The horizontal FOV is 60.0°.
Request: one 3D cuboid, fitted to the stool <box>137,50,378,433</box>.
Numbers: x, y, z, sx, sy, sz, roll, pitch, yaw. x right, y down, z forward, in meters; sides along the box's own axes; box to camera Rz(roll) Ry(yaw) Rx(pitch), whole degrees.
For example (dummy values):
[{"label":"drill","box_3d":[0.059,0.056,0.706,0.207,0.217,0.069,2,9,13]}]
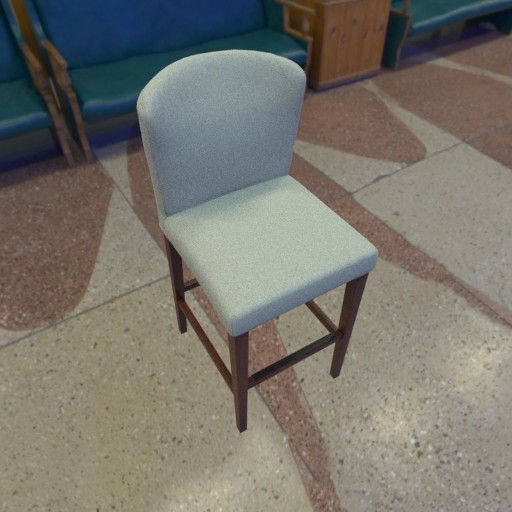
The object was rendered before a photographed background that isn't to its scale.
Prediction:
[{"label":"stool","box_3d":[0.000,0.000,1.393,0.479,1.069,0.568,-23,49,-22]}]
